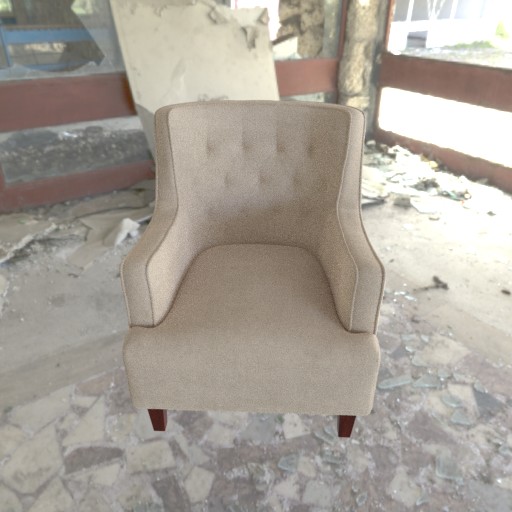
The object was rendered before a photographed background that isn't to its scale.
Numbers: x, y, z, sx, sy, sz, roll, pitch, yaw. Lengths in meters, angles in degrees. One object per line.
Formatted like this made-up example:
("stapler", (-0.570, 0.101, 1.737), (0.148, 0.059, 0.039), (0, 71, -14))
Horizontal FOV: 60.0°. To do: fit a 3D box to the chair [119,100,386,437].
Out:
("chair", (0.000, 0.000, 1.589), (0.781, 0.920, 0.910), (1, 30, 2))
